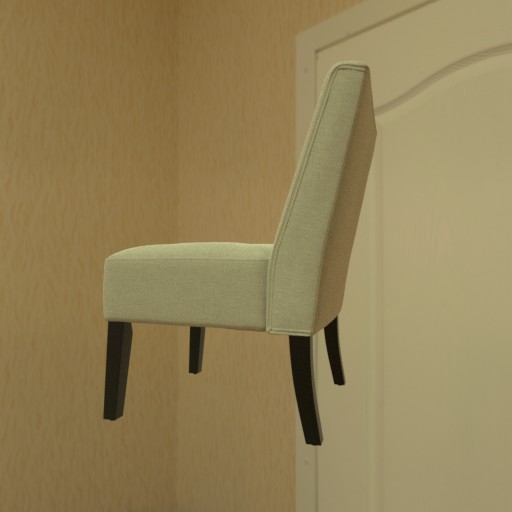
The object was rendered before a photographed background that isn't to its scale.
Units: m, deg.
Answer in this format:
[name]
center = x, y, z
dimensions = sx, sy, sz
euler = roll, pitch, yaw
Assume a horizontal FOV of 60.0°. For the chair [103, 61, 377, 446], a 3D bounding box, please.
[chair]
center = 0.000, 0.000, 1.304
dimensions = 0.676, 0.853, 0.569
euler = 0, -1, 17
